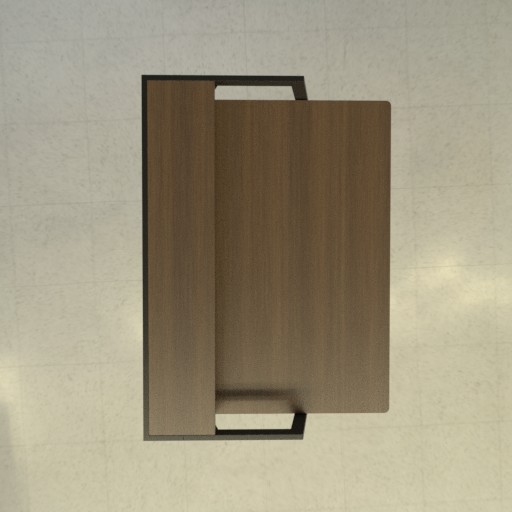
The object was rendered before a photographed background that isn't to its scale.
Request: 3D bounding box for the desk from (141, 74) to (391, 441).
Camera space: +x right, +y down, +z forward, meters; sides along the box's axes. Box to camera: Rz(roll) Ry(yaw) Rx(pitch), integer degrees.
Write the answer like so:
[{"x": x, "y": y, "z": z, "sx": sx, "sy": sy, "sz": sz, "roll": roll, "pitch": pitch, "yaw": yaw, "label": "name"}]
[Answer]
[{"x": 0.000, "y": 0.000, "z": 1.887, "sx": 0.936, "sy": 0.998, "sz": 1.143, "roll": 0, "pitch": 91, "yaw": -1, "label": "desk"}]
